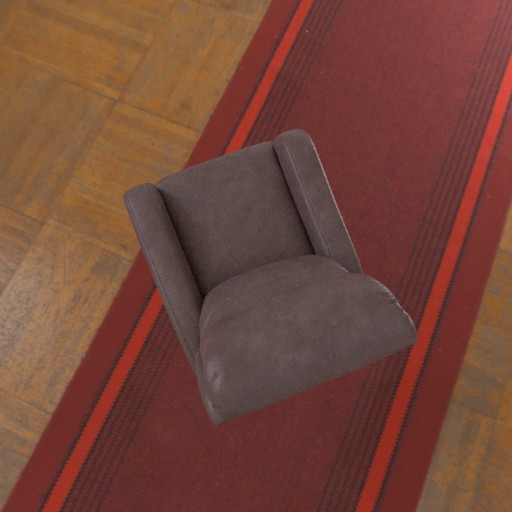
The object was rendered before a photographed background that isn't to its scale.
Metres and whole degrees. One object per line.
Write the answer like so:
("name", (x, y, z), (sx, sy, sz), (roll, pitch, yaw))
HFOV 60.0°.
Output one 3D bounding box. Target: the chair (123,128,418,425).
("chair", (0.000, 0.000, 1.830), (0.865, 1.067, 1.067), (-21, 76, -5))
